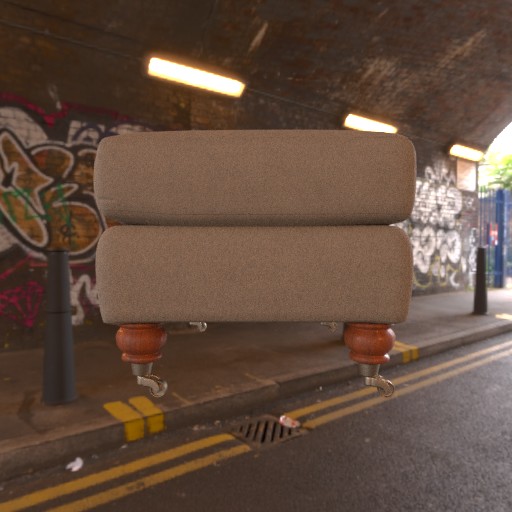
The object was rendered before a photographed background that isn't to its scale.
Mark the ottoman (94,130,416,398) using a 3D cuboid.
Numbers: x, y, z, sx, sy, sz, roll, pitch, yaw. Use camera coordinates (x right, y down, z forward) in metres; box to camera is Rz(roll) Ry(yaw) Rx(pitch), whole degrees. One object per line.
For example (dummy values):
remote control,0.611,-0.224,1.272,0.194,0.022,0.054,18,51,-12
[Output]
ottoman,0.000,0.000,1.124,0.569,0.504,0.773,0,2,1
